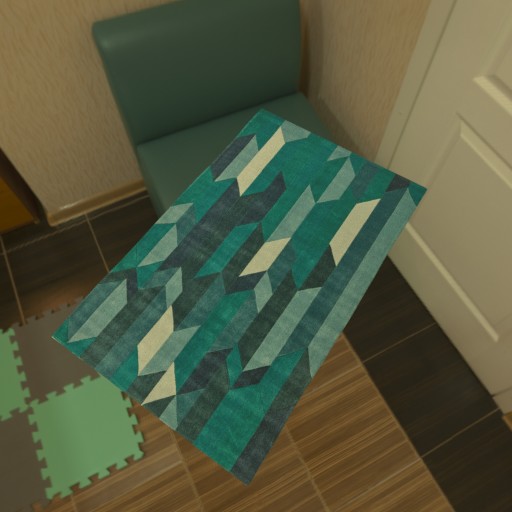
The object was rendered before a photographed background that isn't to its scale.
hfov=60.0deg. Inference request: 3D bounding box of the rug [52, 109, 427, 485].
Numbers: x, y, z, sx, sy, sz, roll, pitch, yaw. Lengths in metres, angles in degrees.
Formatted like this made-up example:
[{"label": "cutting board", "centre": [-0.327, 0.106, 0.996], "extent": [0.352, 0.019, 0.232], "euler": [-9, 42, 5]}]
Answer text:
[{"label": "rug", "centre": [0.000, 0.000, 3.097], "extent": [1.528, 0.005, 2.420], "euler": [31, 66, 15]}]
